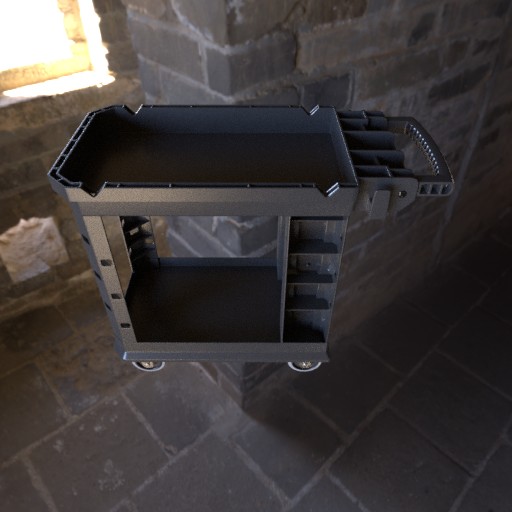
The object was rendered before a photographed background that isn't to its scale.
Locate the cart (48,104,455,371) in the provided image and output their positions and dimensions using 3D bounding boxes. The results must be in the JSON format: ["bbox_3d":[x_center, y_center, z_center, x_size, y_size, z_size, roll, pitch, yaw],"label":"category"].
[{"bbox_3d":[0.000,0.000,1.558,1.061,0.884,0.497,0,42,0],"label":"cart"}]
